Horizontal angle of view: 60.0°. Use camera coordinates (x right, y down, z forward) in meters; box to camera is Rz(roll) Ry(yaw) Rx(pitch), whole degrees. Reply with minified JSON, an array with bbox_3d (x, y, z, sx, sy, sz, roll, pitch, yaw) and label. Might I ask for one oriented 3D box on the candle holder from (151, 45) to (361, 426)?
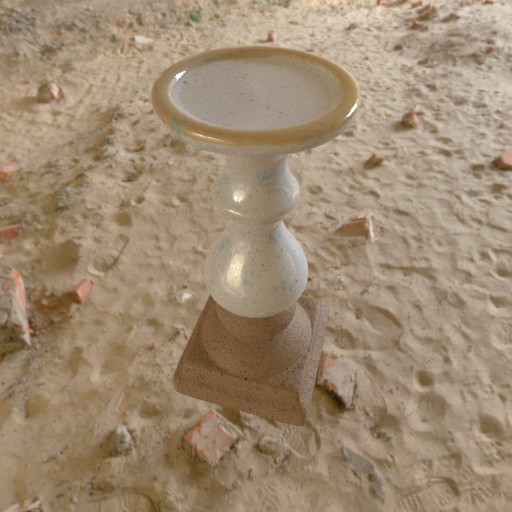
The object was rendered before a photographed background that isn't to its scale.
[{"bbox_3d":[0.000,0.000,0.300,0.110,0.239,0.110,12,47,11],"label":"candle holder"}]
